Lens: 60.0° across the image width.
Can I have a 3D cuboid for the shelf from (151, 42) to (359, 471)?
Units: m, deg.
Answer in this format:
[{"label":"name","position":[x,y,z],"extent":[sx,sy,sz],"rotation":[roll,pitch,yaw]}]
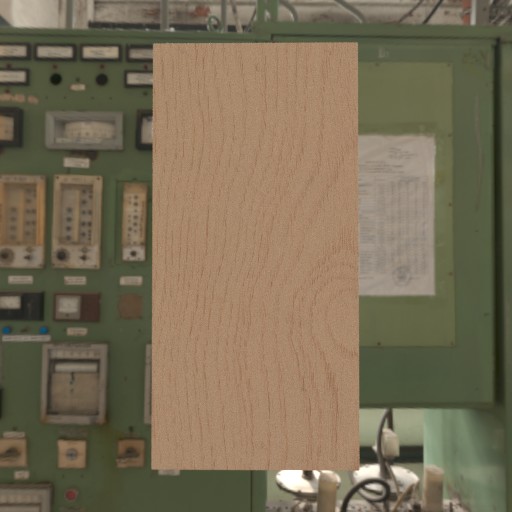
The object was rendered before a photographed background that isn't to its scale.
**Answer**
[{"label":"shelf","position":[0.000,0.000,0.721],"extent":[0.290,0.600,0.200],"rotation":[0,-1,1]}]
